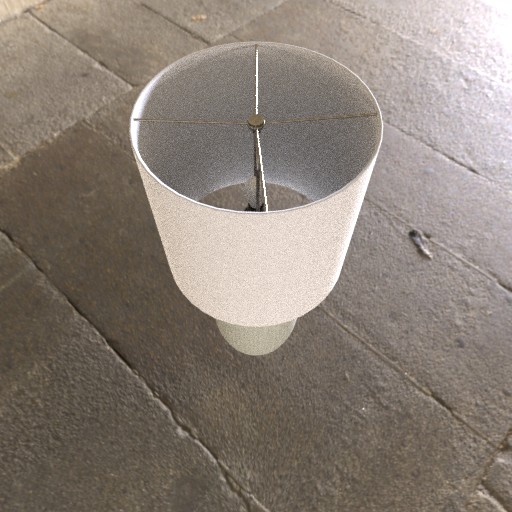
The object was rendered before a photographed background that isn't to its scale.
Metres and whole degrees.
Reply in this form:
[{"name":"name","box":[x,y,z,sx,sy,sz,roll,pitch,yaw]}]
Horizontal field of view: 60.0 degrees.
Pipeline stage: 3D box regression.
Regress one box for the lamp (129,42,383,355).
[{"name":"lamp","box":[0.000,0.000,0.573,0.217,0.453,0.217,-2,58,-1]}]
